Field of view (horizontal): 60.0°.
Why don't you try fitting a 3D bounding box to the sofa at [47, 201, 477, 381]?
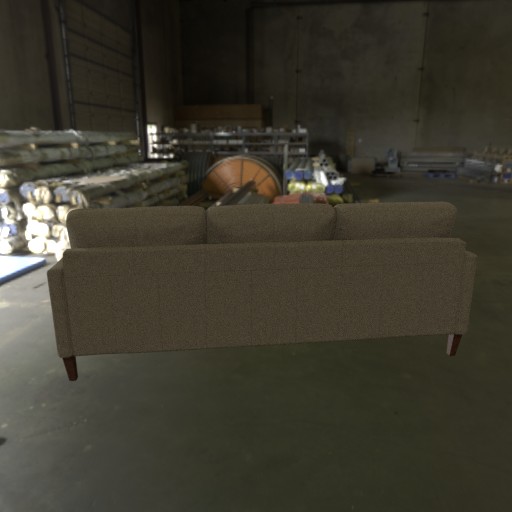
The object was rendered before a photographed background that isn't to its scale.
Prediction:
[{"bbox_3d":[0.000,0.000,2.950,2.178,0.875,1.506,-2,15,-7],"label":"sofa"}]
